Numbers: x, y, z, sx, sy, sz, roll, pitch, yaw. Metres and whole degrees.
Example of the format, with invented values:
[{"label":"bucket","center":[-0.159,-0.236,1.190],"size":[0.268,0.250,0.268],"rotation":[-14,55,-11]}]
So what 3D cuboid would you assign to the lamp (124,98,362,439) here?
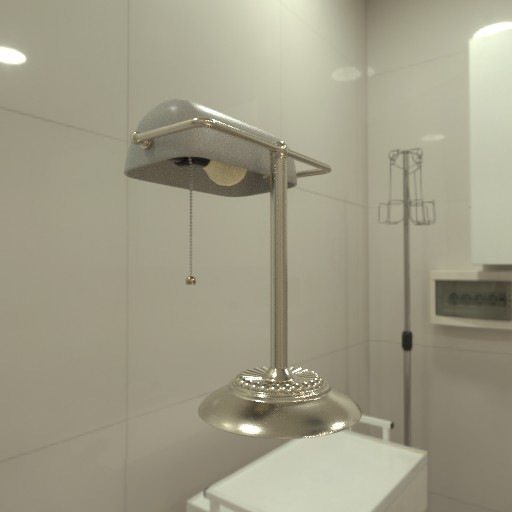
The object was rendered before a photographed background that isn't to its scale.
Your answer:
[{"label":"lamp","center":[0.000,0.000,0.515],"size":[0.243,0.339,0.264],"rotation":[-1,-2,37]}]
